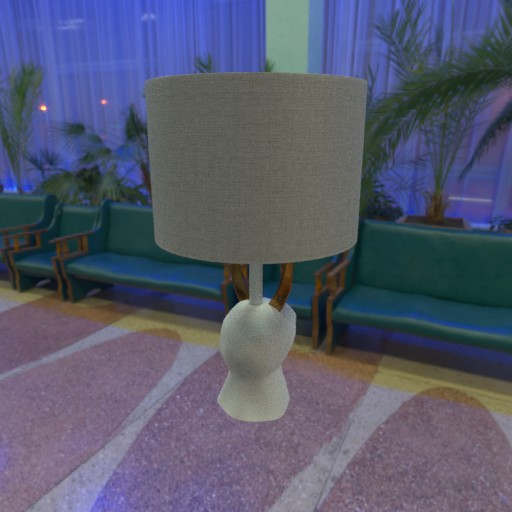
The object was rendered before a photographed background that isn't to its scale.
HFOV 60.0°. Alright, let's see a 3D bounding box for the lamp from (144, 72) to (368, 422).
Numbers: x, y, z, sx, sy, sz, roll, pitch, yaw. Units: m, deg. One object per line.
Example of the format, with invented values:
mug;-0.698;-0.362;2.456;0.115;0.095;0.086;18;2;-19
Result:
lamp;0.000;0.000;0.679;0.298;0.503;0.298;8;19;26
